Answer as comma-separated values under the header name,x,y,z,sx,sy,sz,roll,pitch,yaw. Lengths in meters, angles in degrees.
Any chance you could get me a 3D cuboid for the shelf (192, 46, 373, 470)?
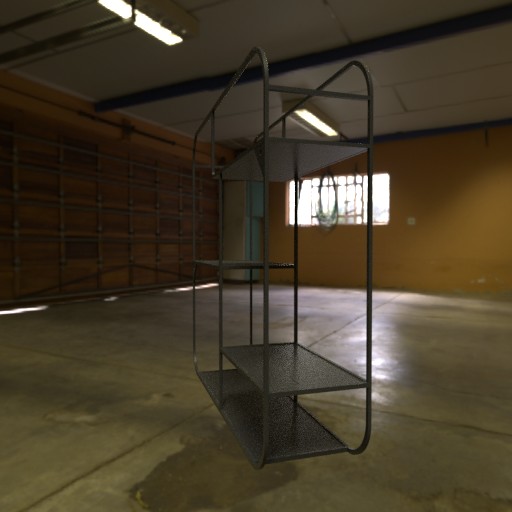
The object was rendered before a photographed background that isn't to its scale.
name,x,y,z,sx,sy,sz,roll,pitch,yaw
shelf,0.000,0.000,0.889,0.160,0.600,0.600,0,1,-17
